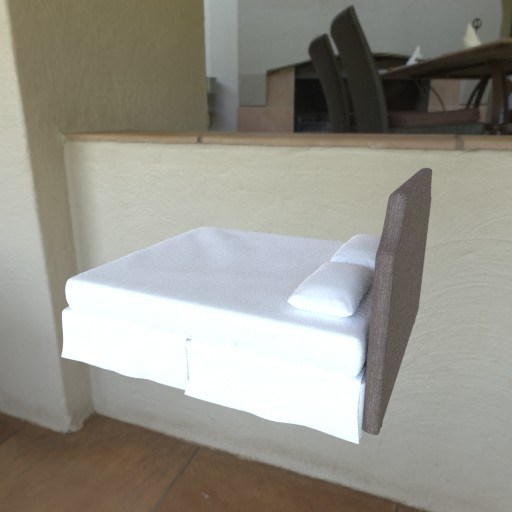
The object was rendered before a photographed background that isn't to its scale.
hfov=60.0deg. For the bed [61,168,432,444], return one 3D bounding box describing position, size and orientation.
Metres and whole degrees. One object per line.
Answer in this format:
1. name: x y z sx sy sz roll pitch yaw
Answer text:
1. bed: 0.000 0.000 4.121 2.773 1.590 2.350 8 19 24
